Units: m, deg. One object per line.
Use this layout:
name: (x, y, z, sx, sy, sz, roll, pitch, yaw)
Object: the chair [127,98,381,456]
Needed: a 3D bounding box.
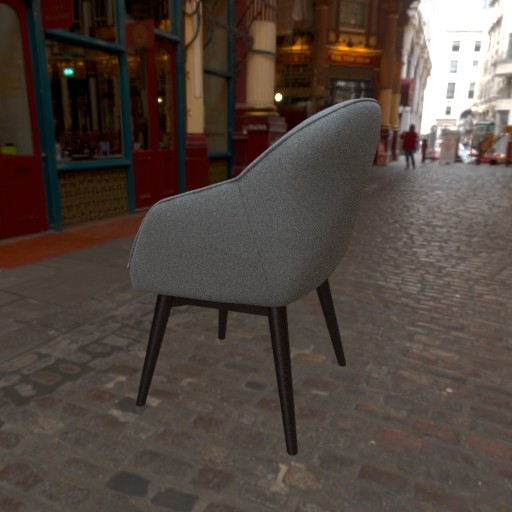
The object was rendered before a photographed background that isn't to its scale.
chair: (0.000, 0.000, 1.239, 0.611, 0.810, 0.589, 7, 17, 24)
